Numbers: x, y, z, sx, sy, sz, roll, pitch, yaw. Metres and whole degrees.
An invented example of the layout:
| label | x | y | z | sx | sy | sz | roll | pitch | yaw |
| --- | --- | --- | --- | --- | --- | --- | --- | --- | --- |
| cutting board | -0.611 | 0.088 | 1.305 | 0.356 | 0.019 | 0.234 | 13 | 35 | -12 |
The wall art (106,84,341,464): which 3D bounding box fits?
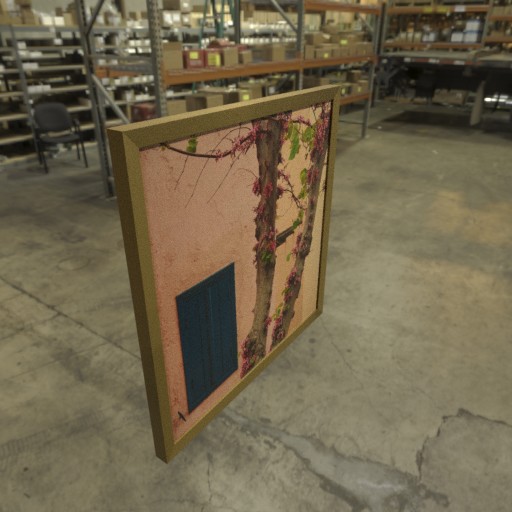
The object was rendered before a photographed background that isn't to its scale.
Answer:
| label | x | y | z | sx | sy | sz | roll | pitch | yaw |
| --- | --- | --- | --- | --- | --- | --- | --- | --- | --- |
| wall art | 0.000 | 0.000 | 1.144 | 0.038 | 0.762 | 0.762 | 18 | 32 | 31 |
